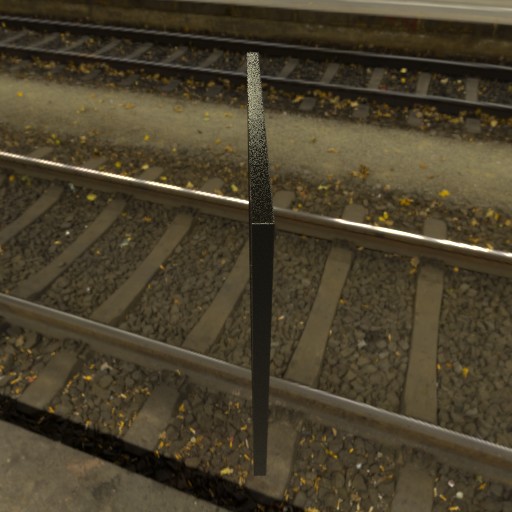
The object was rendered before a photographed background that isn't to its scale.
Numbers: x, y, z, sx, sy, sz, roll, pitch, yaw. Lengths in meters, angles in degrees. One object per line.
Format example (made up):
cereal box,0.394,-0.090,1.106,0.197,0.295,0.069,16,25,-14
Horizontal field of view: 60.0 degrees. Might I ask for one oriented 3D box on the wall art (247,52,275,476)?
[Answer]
wall art,0.000,0.000,0.516,0.014,0.349,0.349,-1,40,-1
